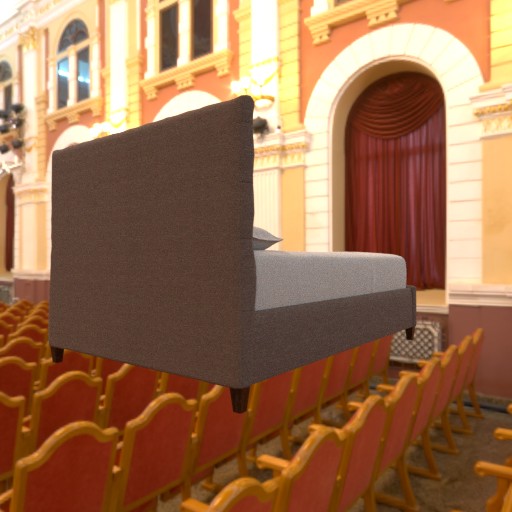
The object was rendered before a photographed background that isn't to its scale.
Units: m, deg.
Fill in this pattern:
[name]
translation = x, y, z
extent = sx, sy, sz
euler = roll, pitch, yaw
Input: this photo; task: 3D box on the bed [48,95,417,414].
[bed]
translation = 0.000, 0.000, 3.390
extent = 1.698, 1.427, 2.387
euler = 0, -1, 38
